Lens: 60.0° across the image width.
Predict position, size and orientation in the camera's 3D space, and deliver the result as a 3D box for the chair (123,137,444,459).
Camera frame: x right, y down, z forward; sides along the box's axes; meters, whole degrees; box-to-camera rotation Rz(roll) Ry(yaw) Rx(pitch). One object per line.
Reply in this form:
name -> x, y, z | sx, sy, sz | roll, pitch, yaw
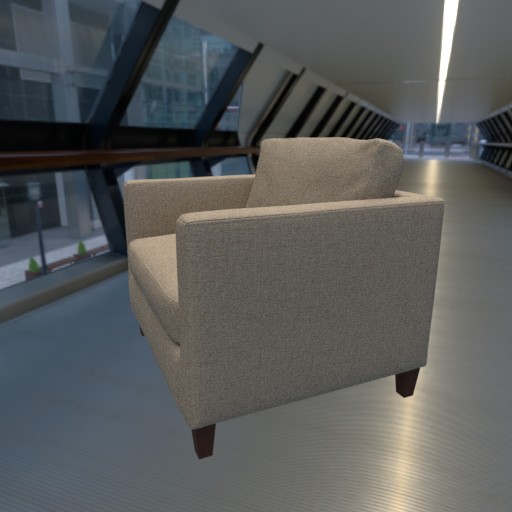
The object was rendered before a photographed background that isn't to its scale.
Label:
chair -> 0.000, 0.000, 1.856 | 0.959, 0.961, 1.107 | -7, 17, -23
